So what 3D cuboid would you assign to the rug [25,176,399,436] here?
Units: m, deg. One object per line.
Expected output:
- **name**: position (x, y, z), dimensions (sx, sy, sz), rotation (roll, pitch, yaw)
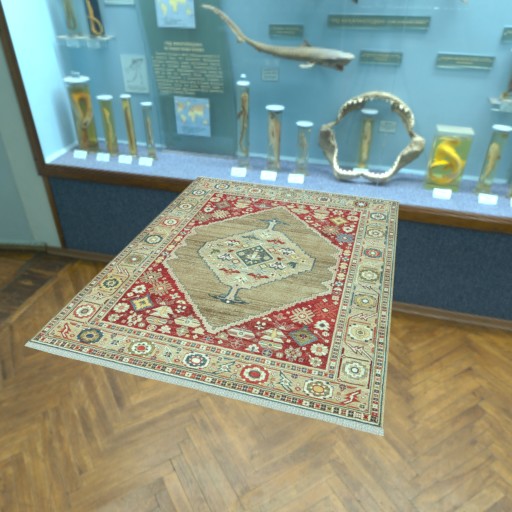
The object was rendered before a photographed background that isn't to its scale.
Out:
- **rug**: position (0.000, 0.000, 4.054), dimensions (2.451, 0.008, 3.143), rotation (9, 34, 14)
